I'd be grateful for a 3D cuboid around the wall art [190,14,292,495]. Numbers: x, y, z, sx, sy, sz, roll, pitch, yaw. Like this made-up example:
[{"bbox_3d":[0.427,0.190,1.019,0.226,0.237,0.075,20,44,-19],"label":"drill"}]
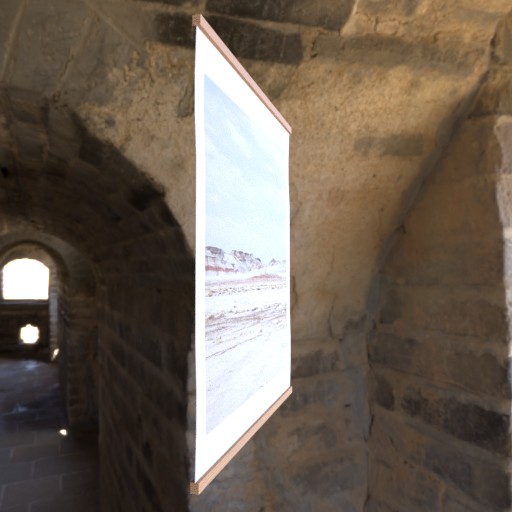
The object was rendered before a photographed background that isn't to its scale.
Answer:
[{"bbox_3d":[0.000,0.000,0.660,0.010,0.507,0.404,-1,-2,18],"label":"wall art"}]
